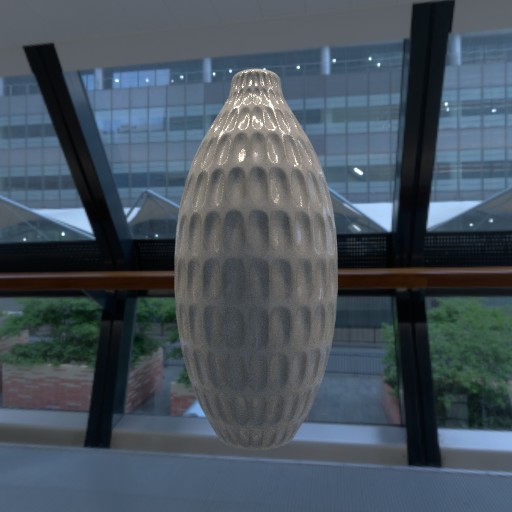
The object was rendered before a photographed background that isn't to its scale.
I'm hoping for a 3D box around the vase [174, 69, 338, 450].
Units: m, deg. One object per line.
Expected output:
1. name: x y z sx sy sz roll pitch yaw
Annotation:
1. vase: 0.000 0.000 0.350 0.127 0.282 0.127 0 0 0
